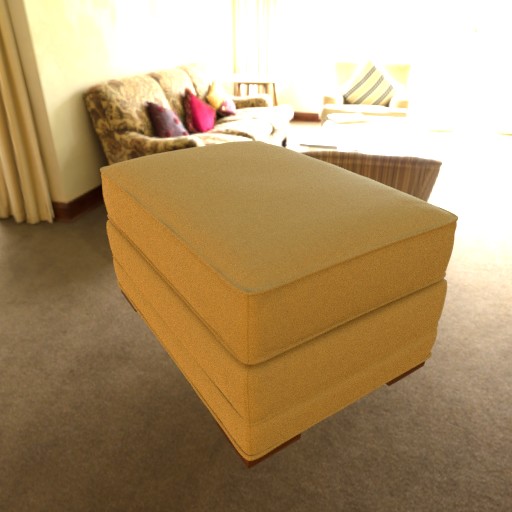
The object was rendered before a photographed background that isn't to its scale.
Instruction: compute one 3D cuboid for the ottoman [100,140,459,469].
[{"bbox_3d":[0.000,0.000,1.239,0.611,0.482,0.848,-18,33,-29],"label":"ottoman"}]
